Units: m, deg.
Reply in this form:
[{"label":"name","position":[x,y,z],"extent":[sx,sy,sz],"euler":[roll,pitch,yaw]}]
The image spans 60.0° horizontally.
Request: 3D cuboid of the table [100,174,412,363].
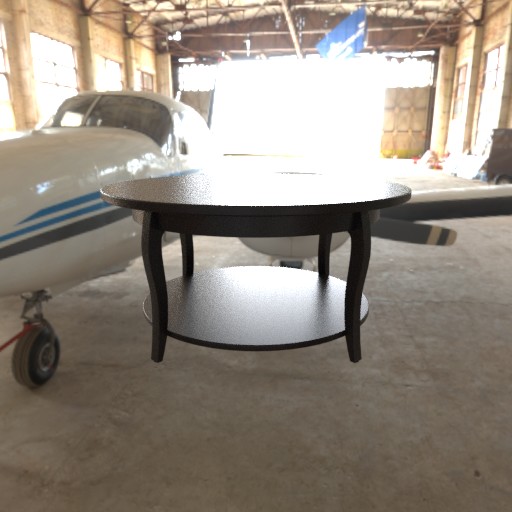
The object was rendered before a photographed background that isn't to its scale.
[{"label":"table","position":[0.000,0.000,1.431],"extent":[0.914,0.457,0.914],"euler":[0,15,0]}]
